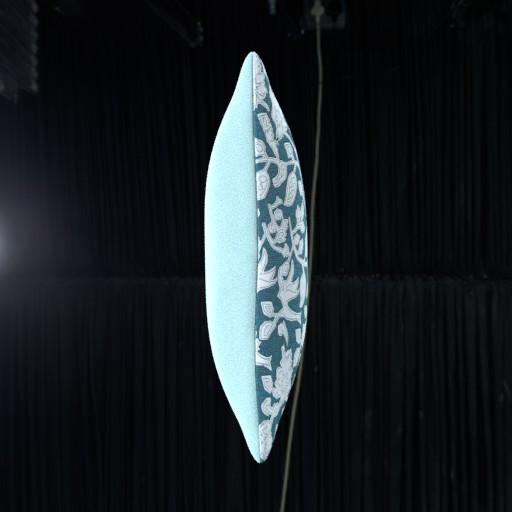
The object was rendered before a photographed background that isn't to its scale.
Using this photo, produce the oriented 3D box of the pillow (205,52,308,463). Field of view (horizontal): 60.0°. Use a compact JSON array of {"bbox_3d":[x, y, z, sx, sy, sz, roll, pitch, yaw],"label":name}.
[{"bbox_3d":[0.000,0.000,0.803,0.166,0.508,0.525,0,0,0],"label":"pillow"}]
